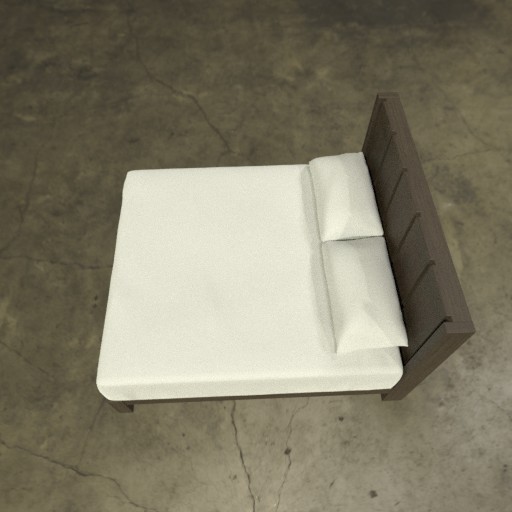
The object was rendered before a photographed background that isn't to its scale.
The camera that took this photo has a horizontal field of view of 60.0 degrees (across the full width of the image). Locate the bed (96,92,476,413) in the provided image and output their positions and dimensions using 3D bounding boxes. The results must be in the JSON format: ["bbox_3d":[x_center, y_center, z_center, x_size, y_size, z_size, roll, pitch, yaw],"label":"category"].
[{"bbox_3d":[0.000,0.000,3.041,1.992,1.261,1.735,-2,58,-1],"label":"bed"}]
